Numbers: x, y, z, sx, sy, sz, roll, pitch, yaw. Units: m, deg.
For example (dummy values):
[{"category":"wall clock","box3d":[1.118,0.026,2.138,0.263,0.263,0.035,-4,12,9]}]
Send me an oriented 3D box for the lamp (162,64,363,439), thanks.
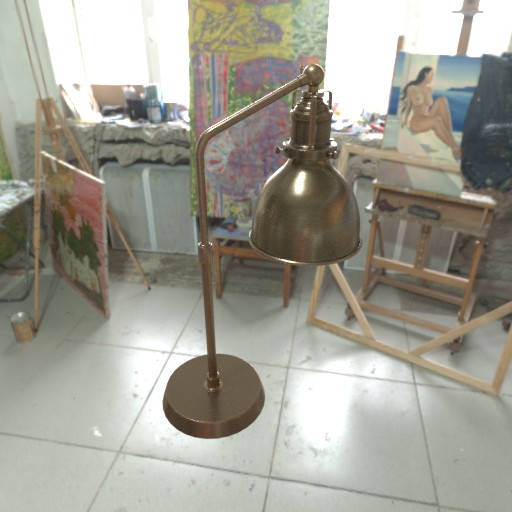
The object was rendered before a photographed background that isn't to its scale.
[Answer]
[{"category":"lamp","box3d":[0.000,0.000,0.576,0.286,0.456,0.153,-9,30,-17]}]
